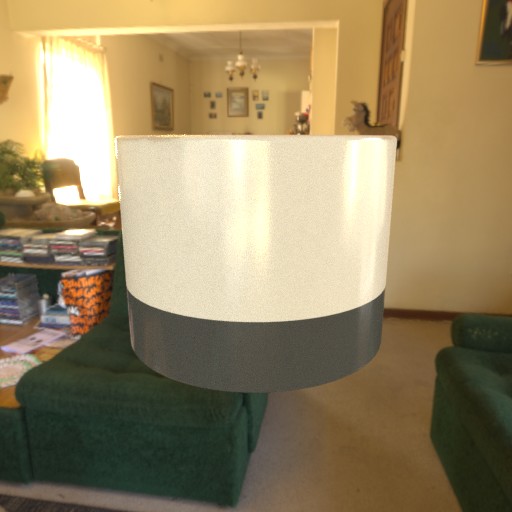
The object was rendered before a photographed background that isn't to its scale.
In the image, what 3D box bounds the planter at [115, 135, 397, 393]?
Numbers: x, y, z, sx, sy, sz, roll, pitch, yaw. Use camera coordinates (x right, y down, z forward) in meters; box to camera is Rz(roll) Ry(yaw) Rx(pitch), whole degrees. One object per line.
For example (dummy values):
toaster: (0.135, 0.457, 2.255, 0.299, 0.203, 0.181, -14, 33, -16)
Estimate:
planter: (0.000, 0.000, 0.339, 0.193, 0.177, 0.193, 0, 15, 0)
